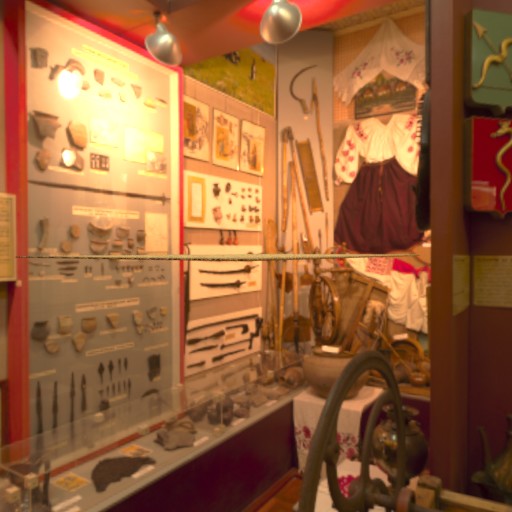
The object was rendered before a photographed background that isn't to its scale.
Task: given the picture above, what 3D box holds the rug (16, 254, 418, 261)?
[{"bbox_3d":[0.000,0.000,2.978,1.544,0.010,2.435,0,1,35],"label":"rug"}]
